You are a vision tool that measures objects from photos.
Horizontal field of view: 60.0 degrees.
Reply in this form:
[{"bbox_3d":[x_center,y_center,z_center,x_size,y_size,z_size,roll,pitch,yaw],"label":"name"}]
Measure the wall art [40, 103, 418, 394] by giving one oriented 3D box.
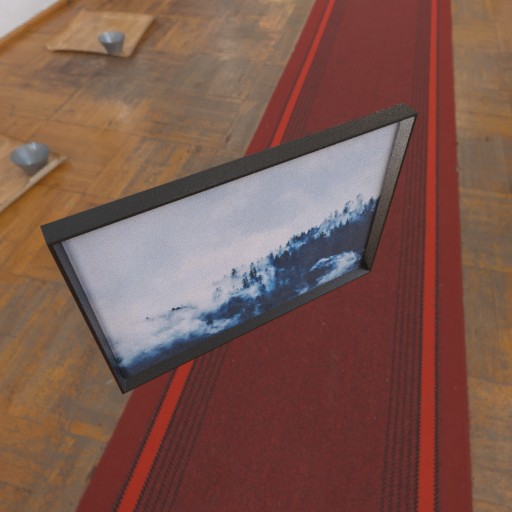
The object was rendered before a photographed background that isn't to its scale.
[{"bbox_3d":[0.000,0.000,1.240,0.939,0.640,0.058,-23,52,-20],"label":"wall art"}]
